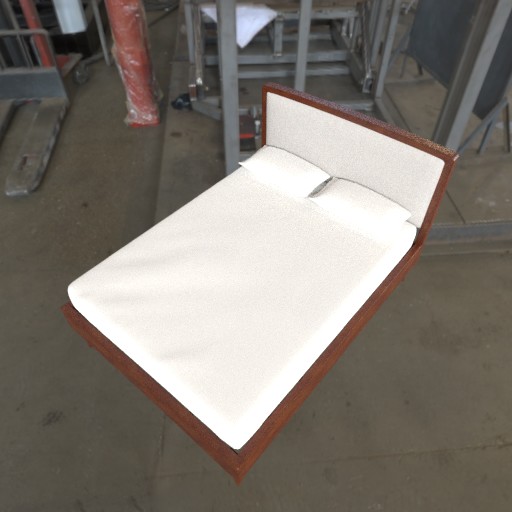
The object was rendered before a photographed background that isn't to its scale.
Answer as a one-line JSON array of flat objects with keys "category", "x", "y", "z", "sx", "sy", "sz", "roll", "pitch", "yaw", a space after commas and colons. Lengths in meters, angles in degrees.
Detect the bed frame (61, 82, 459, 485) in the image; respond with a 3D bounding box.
[{"category": "bed frame", "x": 0.000, "y": 0.000, "z": 3.062, "sx": 1.587, "sy": 1.279, "sz": 2.171, "roll": 32, "pitch": 54, "yaw": 26}]
